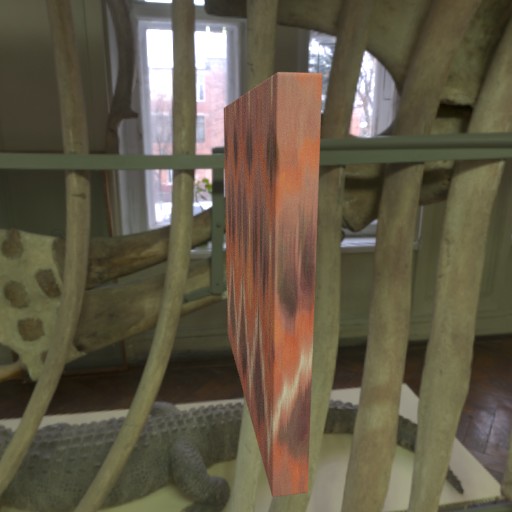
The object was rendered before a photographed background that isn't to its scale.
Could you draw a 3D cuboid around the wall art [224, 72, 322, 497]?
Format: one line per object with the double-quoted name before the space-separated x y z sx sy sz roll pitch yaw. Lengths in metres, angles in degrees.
"wall art" 0.000 0.000 0.597 0.038 0.406 0.403 -3 15 -10
